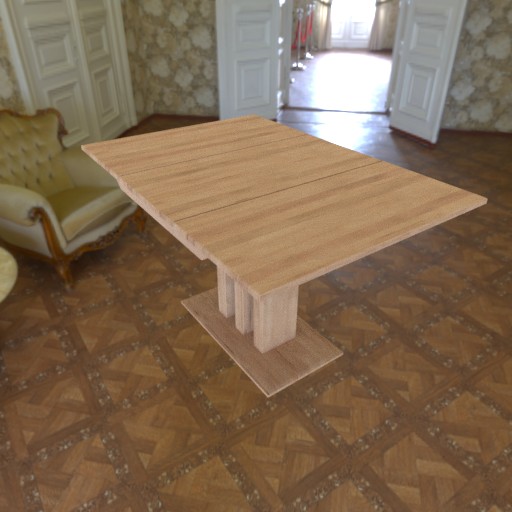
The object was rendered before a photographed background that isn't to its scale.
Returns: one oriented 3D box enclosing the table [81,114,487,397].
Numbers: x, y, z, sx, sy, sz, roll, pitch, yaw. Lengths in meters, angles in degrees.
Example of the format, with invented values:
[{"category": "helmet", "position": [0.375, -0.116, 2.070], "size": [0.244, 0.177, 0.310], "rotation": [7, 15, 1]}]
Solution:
[{"category": "table", "position": [0.000, 0.000, 1.850], "size": [0.900, 0.770, 1.300], "rotation": [-20, 37, -29]}]
